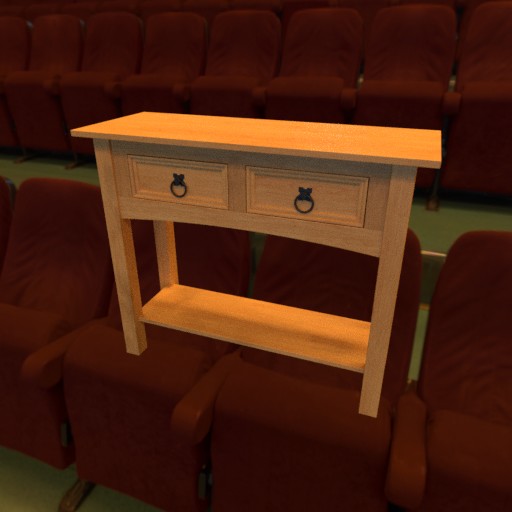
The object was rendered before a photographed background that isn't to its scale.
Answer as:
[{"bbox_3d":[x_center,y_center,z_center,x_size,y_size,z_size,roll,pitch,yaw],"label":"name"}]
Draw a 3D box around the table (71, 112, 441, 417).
[{"bbox_3d":[0.000,0.000,1.310,0.900,0.728,0.340,9,28,18],"label":"table"}]
